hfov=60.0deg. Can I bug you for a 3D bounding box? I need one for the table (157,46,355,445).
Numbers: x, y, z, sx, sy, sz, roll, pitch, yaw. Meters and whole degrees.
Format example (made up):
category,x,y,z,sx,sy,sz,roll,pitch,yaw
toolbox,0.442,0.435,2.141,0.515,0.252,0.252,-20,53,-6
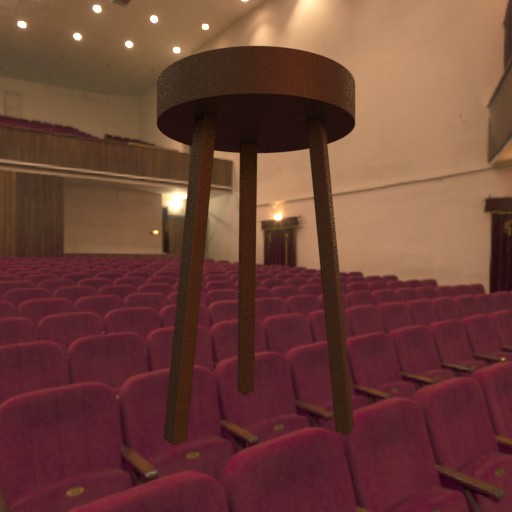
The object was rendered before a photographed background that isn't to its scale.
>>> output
category,x,y,z,sx,sy,sz,roll,pitch,yaw
table,0.000,0.000,0.927,0.406,0.686,0.406,0,-1,-37
